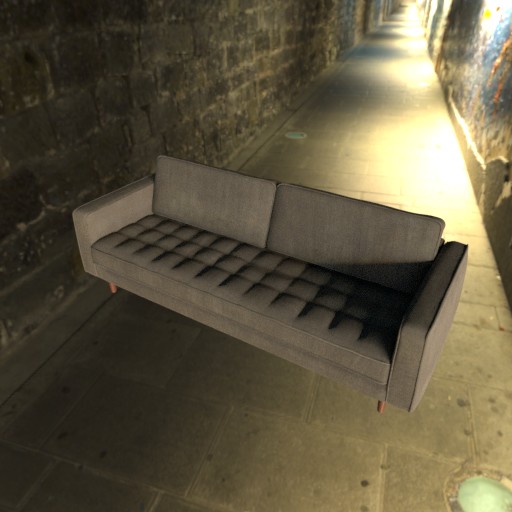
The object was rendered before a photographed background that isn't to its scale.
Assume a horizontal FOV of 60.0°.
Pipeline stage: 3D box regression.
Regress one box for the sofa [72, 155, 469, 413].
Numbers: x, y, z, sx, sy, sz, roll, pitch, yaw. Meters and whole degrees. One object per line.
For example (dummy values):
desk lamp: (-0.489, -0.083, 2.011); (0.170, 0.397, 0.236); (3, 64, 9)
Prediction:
sofa: (0.000, 0.000, 2.727); (2.295, 0.813, 0.923); (18, 35, 27)
